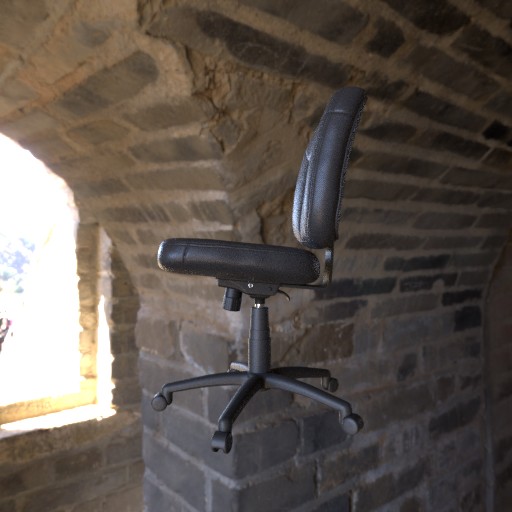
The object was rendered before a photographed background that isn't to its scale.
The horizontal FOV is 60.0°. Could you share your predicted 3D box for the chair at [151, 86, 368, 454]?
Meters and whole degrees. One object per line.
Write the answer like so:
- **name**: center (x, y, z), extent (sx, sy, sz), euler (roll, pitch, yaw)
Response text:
- **chair**: center (0.000, 0.000, 1.380), extent (0.646, 0.959, 0.647), euler (0, 1, 0)
